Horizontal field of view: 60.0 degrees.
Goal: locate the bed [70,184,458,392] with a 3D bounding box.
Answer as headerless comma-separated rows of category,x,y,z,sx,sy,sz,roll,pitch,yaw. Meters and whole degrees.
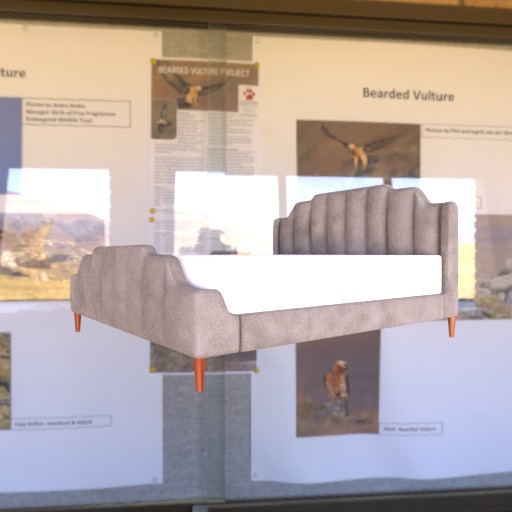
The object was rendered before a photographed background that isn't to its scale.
bed,0.000,0.000,3.513,2.340,1.245,2.074,0,0,-37
